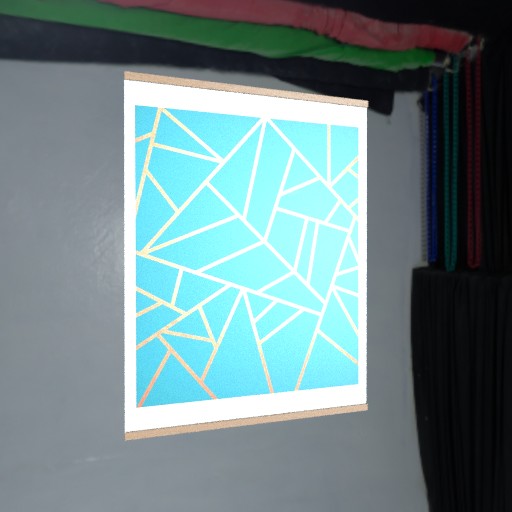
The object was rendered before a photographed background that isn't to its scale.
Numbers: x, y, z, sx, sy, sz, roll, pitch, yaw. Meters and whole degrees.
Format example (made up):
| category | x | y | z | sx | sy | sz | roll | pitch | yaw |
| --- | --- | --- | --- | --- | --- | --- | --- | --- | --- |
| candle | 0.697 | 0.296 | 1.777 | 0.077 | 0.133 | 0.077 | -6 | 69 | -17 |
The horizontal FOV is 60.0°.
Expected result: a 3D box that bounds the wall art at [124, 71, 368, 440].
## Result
| category | x | y | z | sx | sy | sz | roll | pitch | yaw |
| --- | --- | --- | --- | --- | --- | --- | --- | --- | --- |
| wall art | 0.000 | 0.000 | 0.807 | 0.459 | 0.608 | 0.012 | 0 | 0 | -18 |
